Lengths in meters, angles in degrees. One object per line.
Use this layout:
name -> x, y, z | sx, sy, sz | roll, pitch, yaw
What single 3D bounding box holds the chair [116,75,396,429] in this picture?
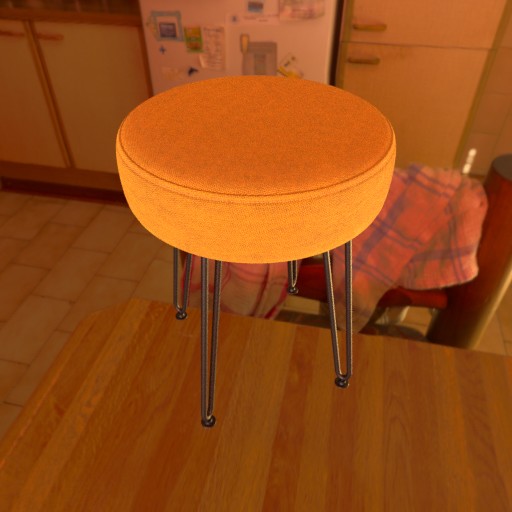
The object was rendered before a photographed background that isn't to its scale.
chair -> 0.000, 0.000, 0.687 | 0.345, 0.455, 0.345 | -12, 42, -13
